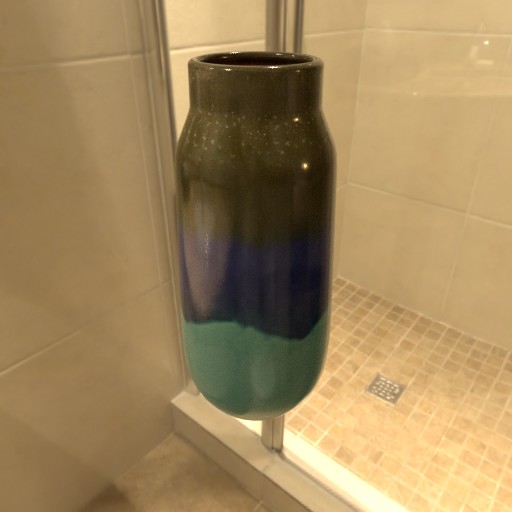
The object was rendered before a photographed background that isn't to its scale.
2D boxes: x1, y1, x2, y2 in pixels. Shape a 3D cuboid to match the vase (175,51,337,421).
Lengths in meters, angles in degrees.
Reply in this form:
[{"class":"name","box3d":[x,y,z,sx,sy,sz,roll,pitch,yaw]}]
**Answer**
[{"class":"vase","box3d":[0.000,0.000,0.381,0.139,0.313,0.139,0,30,0]}]
